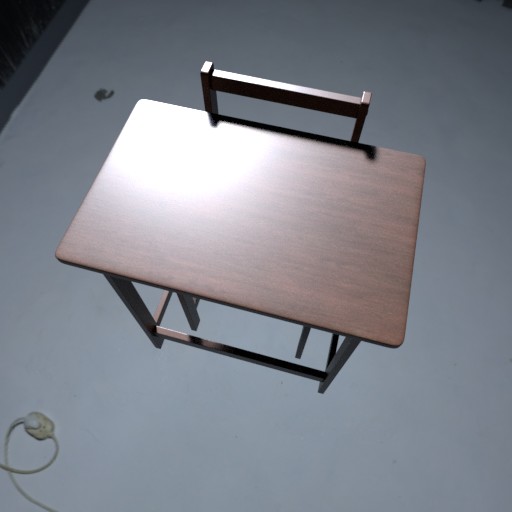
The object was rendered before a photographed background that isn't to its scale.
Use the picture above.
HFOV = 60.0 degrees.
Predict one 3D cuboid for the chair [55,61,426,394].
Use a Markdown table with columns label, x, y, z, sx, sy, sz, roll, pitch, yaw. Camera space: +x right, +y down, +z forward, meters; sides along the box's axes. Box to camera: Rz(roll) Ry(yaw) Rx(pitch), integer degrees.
| label | x | y | z | sx | sy | sz | roll | pitch | yaw |
| --- | --- | --- | --- | --- | --- | --- | --- | --- | --- |
| chair | 0.000 | 0.000 | 1.063 | 0.599 | 0.673 | 0.463 | 14 | 63 | 7 |
